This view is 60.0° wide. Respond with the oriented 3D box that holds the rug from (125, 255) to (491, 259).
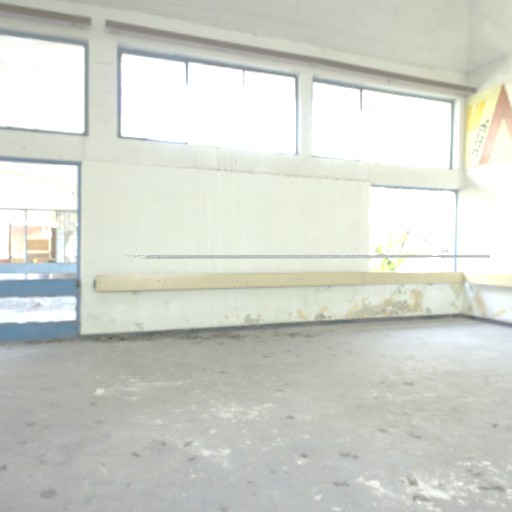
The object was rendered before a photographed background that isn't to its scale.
[{"bbox_3d":[0.000,0.000,2.237,1.217,0.011,1.747,0,0,-18],"label":"rug"}]
